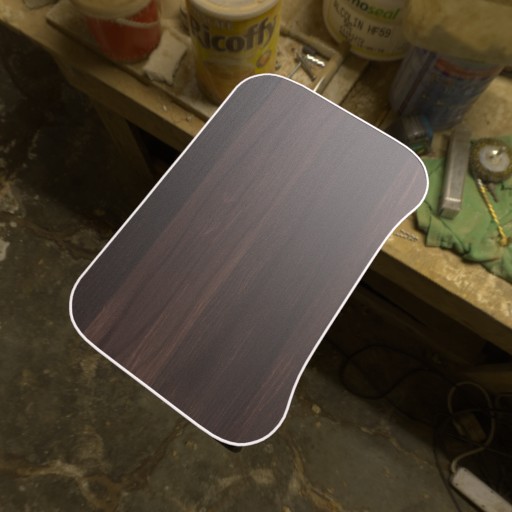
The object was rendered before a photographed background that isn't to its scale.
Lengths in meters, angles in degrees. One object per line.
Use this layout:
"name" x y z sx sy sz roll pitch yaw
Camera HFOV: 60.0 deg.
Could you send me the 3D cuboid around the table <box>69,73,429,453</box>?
"table" 0.000 0.000 0.861 0.400 0.232 0.660 34 77 9
